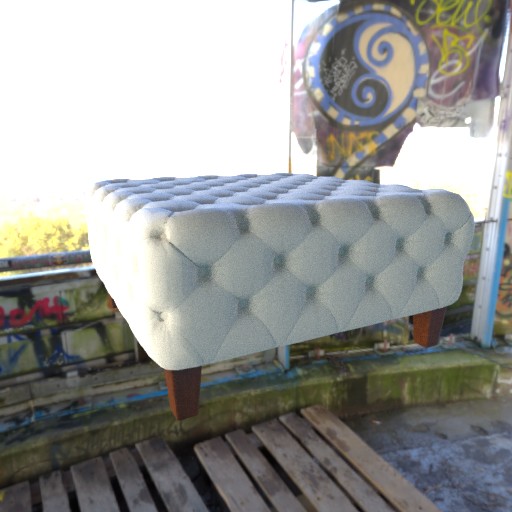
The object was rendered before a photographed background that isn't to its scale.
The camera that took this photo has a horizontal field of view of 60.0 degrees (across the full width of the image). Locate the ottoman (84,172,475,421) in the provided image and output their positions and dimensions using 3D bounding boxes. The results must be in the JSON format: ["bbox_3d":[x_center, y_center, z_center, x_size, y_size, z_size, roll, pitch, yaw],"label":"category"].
[{"bbox_3d":[0.000,0.000,1.164,0.753,0.376,0.755,-7,16,-27],"label":"ottoman"}]
